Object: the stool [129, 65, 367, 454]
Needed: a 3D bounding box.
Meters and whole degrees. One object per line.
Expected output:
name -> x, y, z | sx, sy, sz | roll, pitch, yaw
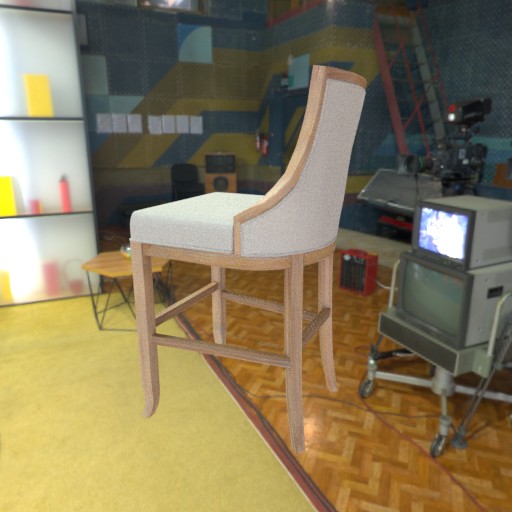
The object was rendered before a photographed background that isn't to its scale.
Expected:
stool -> 0.000, 0.000, 1.478 | 0.626, 1.101, 0.524 | 8, 17, 25
